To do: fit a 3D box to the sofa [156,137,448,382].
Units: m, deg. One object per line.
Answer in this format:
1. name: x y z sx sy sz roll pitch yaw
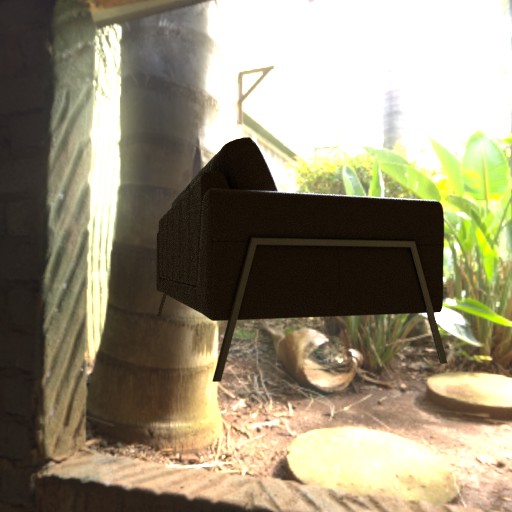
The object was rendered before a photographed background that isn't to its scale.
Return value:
1. sofa: 0.000 0.000 2.547 0.953 0.875 2.017 0 -2 -18
